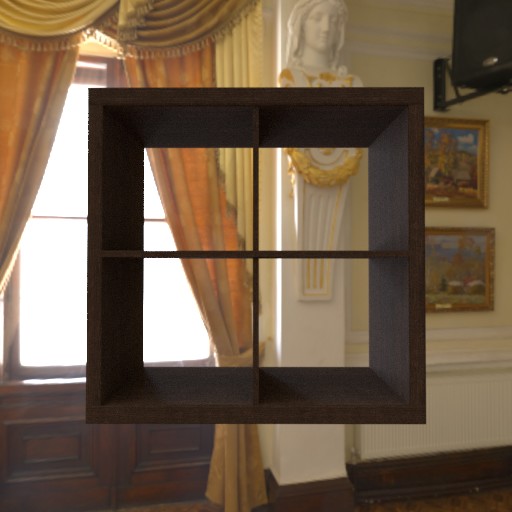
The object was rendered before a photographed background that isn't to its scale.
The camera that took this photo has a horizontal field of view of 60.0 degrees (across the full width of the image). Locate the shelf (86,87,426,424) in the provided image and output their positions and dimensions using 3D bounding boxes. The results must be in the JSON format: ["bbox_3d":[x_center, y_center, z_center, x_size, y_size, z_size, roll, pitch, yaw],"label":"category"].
[{"bbox_3d":[0.000,0.000,1.229,0.790,0.786,0.390,0,-1,0],"label":"shelf"}]
